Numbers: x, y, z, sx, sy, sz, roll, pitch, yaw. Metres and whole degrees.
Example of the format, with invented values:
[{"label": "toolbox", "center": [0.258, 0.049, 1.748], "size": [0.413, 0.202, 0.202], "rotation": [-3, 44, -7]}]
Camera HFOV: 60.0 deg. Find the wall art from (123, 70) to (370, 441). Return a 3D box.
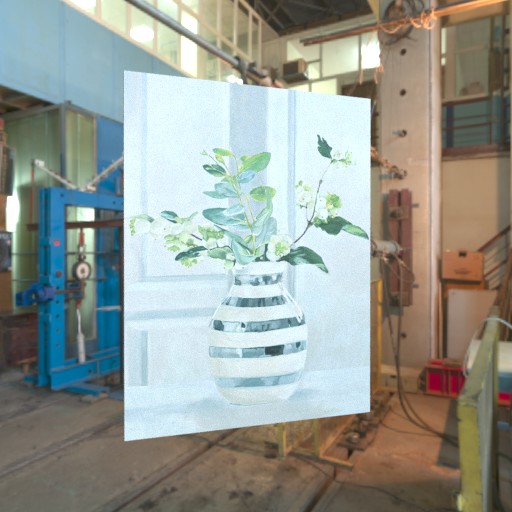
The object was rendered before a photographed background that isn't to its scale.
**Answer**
[{"label": "wall art", "center": [0.000, 0.000, 1.599], "size": [0.914, 1.212, 0.038], "rotation": [0, 0, -17]}]
